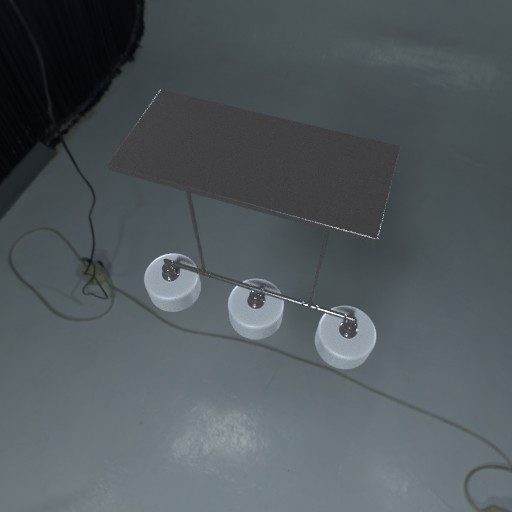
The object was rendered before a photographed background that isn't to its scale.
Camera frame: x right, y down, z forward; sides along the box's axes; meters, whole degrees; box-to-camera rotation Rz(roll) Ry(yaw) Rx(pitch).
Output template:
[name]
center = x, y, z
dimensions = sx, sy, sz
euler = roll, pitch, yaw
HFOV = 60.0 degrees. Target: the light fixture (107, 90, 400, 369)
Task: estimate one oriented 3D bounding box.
[light fixture]
center = 0.000, 0.000, 0.884
dimensions = 0.582, 0.557, 0.177
euler = 17, 60, 10
